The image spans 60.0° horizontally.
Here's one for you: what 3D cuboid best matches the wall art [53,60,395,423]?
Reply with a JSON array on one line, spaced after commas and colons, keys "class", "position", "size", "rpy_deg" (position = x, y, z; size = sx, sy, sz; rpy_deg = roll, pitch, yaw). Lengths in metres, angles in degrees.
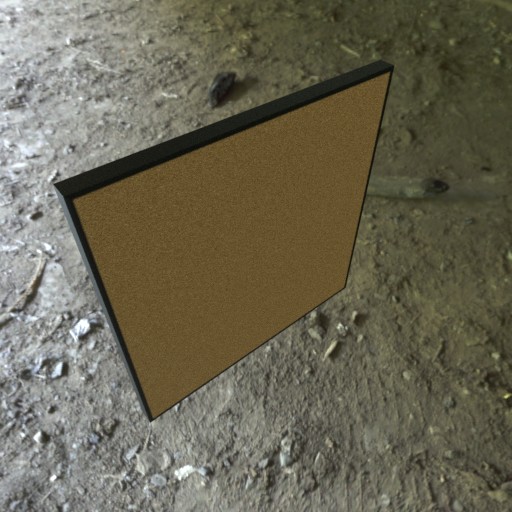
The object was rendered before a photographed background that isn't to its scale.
[{"class": "wall art", "position": [0.000, 0.000, 0.741], "size": [0.513, 0.511, 0.028], "rpy_deg": [-30, 52, -26]}]
